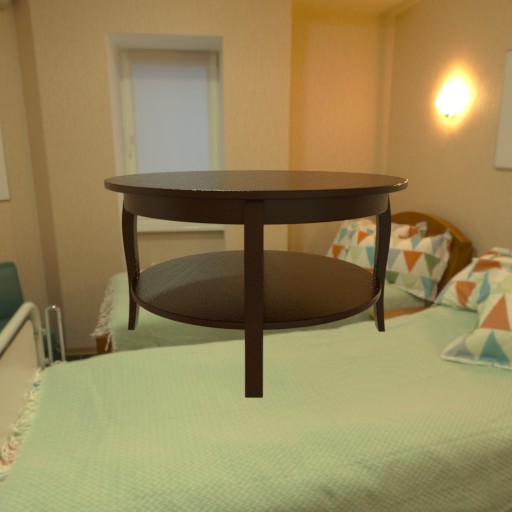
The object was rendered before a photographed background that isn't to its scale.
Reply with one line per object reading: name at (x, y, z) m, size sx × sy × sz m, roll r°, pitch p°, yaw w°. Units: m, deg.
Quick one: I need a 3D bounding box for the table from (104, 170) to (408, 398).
table at (0.000, 0.000, 1.459) m, size 0.911 × 0.512 × 0.911 m, roll 0°, pitch 14°, yaw 0°
